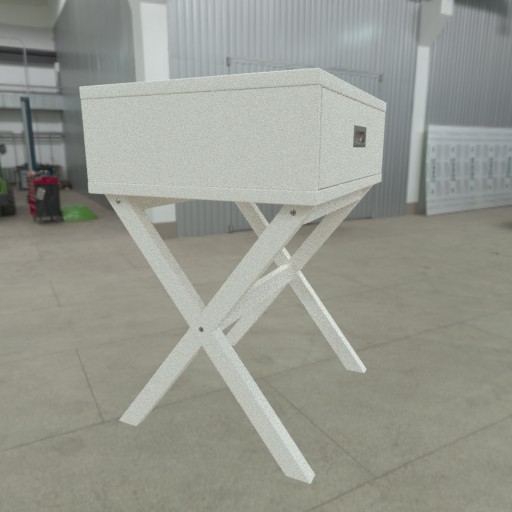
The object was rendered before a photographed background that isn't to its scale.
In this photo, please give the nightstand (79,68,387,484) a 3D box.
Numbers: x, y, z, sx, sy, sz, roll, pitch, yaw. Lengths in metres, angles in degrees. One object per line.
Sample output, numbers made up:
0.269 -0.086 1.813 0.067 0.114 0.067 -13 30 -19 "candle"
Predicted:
0.000 0.000 0.911 0.402 0.623 0.479 6 15 25 "nightstand"
